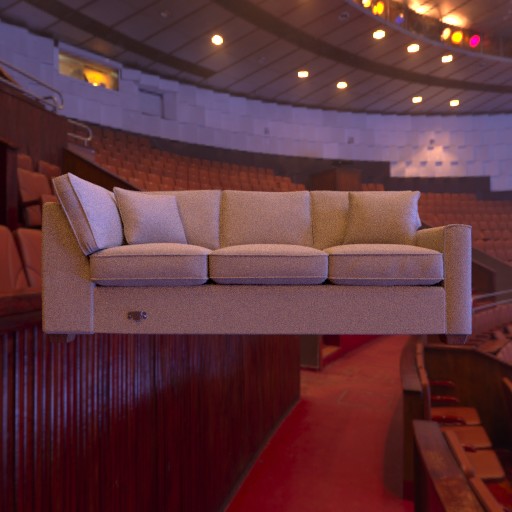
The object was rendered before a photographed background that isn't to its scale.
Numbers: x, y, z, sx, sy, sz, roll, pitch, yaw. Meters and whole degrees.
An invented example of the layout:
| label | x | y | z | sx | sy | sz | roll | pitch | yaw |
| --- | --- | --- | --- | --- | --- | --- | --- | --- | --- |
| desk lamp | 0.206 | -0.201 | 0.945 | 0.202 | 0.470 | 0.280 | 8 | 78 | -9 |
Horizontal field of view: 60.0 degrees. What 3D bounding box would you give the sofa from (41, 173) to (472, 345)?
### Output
| label | x | y | z | sx | sy | sz | roll | pitch | yaw |
| --- | --- | --- | --- | --- | --- | --- | --- | --- | --- |
| sofa | 0.000 | 0.000 | 2.835 | 2.317 | 0.962 | 1.061 | 0 | -1 | 1 |
